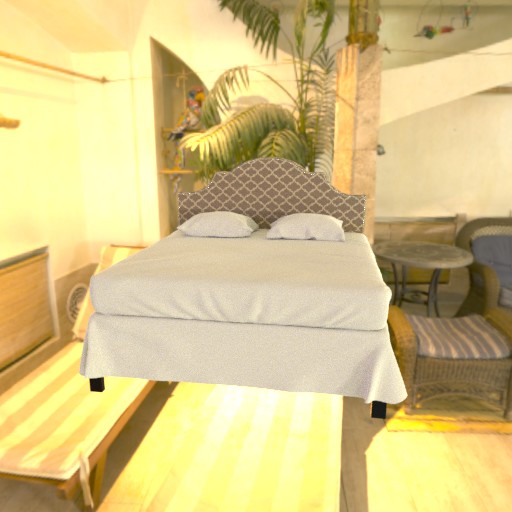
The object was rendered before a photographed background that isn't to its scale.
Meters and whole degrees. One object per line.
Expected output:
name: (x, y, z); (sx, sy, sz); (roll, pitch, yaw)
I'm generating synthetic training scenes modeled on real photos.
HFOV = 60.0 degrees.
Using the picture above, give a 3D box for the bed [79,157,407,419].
bed: (0.000, 0.000, 3.771); (2.314, 1.601, 2.222); (2, 14, 9)
